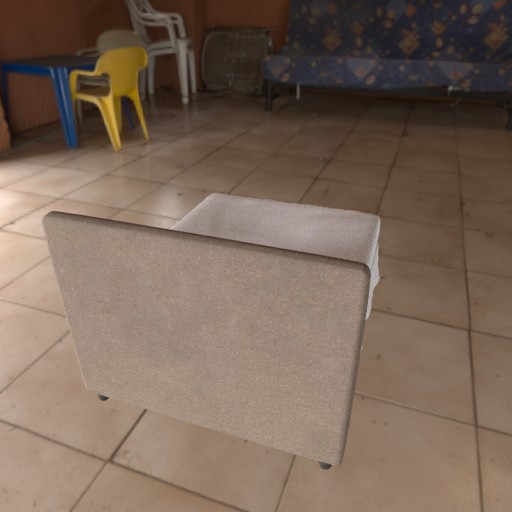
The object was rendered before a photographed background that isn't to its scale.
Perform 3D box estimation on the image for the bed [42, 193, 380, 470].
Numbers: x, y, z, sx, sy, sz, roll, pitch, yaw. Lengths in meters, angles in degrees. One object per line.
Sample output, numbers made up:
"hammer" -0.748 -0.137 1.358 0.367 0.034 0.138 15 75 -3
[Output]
"bed" 0.000 0.000 3.194 1.723 1.330 2.142 10 31 17
